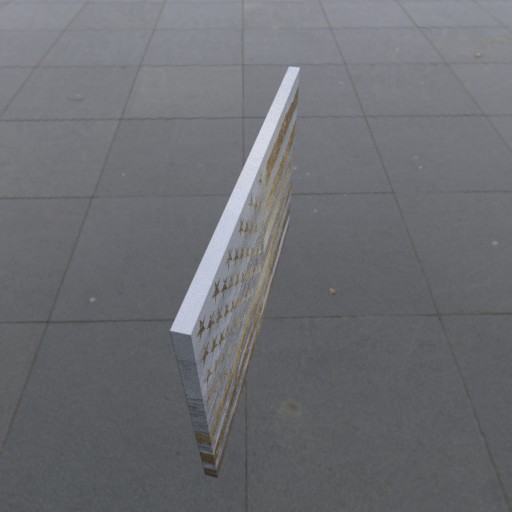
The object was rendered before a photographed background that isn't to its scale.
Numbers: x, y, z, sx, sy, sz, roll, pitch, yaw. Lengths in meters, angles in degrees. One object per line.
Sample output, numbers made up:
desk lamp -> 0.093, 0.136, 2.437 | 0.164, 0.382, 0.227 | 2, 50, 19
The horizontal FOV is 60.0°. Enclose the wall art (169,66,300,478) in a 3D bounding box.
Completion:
wall art -> 0.000, 0.000, 1.448 | 0.041, 0.762, 1.145 | 10, 47, 9
